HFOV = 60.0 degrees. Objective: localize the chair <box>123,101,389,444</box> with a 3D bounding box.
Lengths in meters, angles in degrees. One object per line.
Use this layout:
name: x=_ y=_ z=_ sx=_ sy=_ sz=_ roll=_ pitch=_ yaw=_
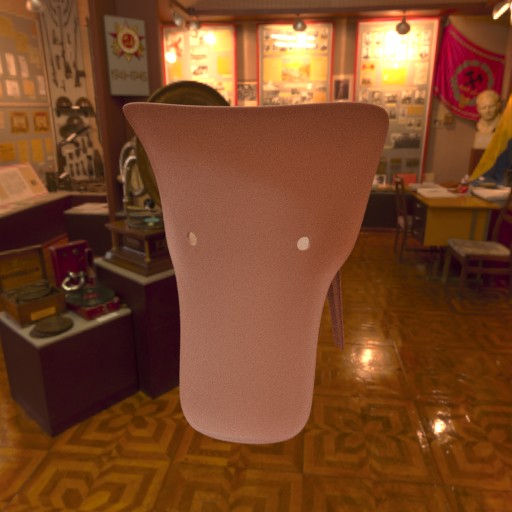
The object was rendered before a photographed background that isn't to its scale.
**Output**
chair: x=0.000 y=0.000 z=0.854 sx=0.451 sy=0.554 sz=0.402 roll=3 pitch=18 yaw=9
